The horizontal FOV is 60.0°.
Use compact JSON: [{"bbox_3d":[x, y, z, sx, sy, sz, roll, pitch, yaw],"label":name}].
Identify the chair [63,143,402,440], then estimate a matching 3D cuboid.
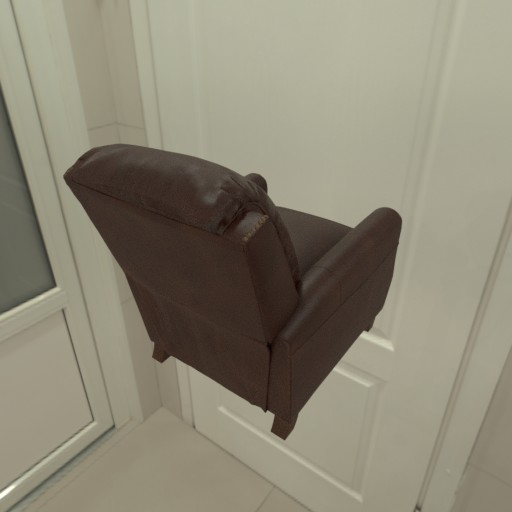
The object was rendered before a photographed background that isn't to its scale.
[{"bbox_3d":[0.000,0.000,1.763,0.826,1.022,1.089,21,37,32],"label":"chair"}]
